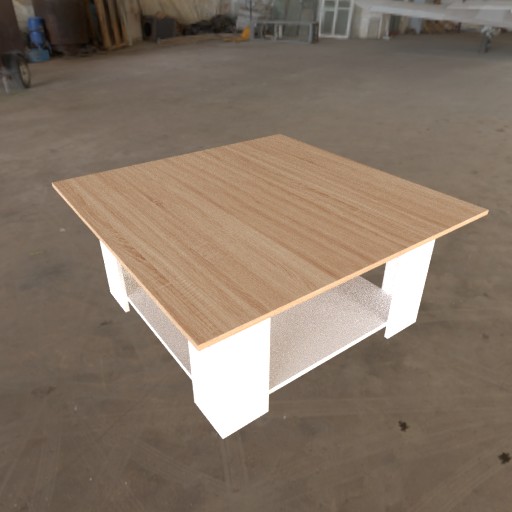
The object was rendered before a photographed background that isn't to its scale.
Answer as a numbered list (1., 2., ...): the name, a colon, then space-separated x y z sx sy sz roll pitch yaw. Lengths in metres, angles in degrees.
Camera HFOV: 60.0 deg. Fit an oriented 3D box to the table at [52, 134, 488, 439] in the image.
1. table: 0.000 0.000 1.032 0.670 0.305 0.670 -21 37 -30
